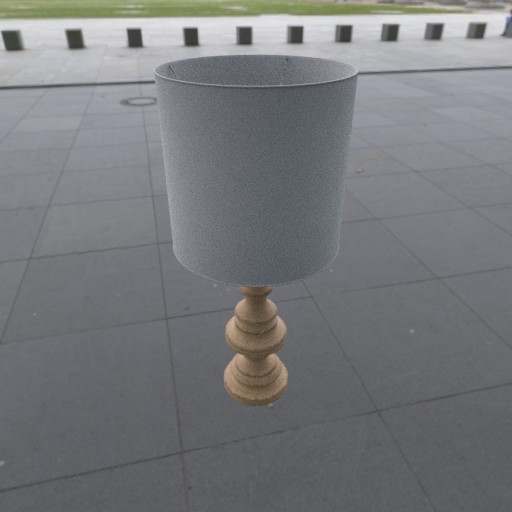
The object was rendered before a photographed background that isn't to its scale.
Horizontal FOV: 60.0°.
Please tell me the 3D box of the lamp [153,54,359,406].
[{"bbox_3d":[0.000,0.000,0.576,0.208,0.455,0.208,1,31,1],"label":"lamp"}]
